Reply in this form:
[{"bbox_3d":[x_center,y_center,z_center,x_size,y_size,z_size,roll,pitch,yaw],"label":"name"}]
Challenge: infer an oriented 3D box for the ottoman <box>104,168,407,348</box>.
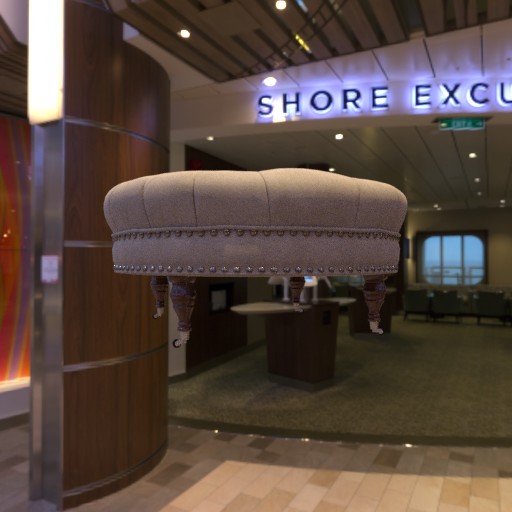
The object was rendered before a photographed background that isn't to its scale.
[{"bbox_3d":[0.000,0.000,1.385,0.901,0.439,0.901,0,-1,0],"label":"ottoman"}]
